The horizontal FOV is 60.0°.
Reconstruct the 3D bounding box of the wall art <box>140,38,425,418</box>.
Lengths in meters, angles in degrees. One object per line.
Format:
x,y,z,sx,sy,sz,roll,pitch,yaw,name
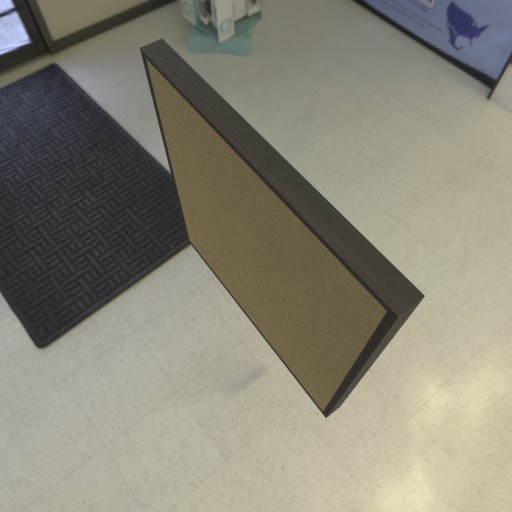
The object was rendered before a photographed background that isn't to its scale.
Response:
0.000,0.000,0.750,0.037,0.507,0.509,-32,65,-17,wall art
